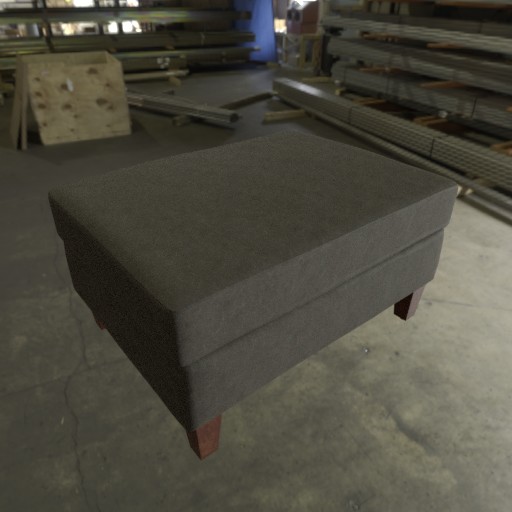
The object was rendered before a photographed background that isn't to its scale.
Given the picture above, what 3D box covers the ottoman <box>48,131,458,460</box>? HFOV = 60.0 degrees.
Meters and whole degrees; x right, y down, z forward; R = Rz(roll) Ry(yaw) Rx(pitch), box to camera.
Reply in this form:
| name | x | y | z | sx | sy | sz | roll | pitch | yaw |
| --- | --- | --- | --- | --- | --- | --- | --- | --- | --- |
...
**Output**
| name | x | y | z | sx | sy | sz | roll | pitch | yaw |
| --- | --- | --- | --- | --- | --- | --- | --- | --- | --- |
| ottoman | 0.000 | 0.000 | 1.203 | 0.839 | 0.464 | 0.639 | -23 | 38 | -33 |
